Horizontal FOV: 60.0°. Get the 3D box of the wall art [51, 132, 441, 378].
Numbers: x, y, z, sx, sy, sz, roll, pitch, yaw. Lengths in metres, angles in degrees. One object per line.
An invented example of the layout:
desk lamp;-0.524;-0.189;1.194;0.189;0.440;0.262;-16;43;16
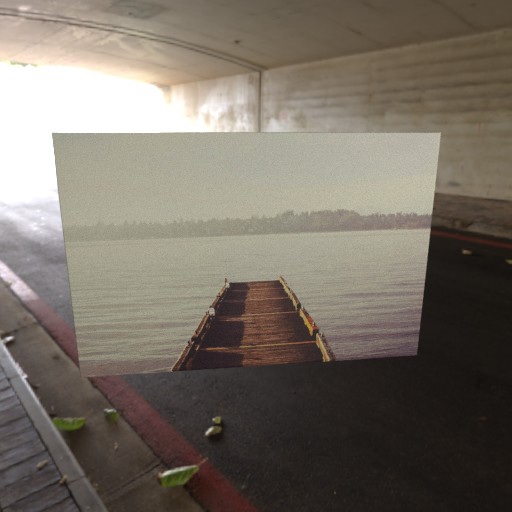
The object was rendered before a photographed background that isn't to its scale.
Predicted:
wall art;0.000;0.000;0.760;0.615;0.410;0.021;-2;16;-7
